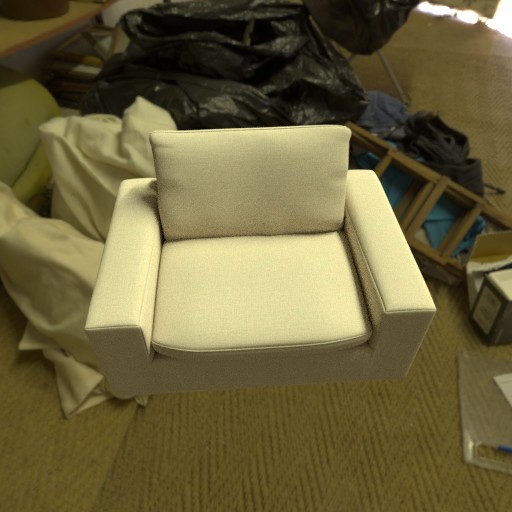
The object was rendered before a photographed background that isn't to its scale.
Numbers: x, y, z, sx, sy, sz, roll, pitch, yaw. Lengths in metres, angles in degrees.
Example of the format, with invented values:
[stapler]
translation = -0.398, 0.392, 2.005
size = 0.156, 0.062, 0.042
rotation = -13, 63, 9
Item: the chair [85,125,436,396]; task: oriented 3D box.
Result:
[chair]
translation = 0.000, 0.000, 2.123
size = 1.398, 0.915, 1.039
rotation = -3, 45, -3
